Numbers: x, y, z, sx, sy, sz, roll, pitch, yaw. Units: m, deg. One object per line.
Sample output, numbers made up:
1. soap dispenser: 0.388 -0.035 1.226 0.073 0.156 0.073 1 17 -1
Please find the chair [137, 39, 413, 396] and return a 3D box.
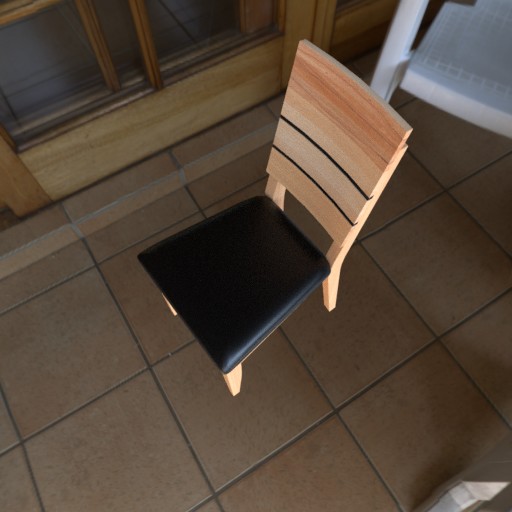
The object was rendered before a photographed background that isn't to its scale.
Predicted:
1. chair: 0.000 0.000 1.206 0.520 0.940 0.410 -35 69 -15
